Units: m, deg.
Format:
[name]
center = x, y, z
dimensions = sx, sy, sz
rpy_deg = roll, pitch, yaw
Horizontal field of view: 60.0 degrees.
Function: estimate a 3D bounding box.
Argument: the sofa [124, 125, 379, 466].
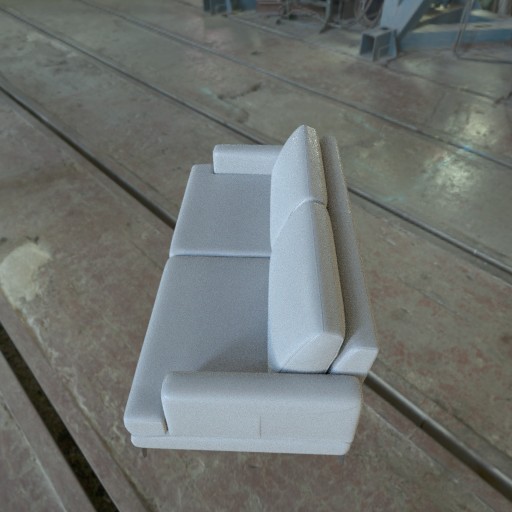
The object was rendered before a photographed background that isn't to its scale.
[sofa]
center = 0.000, 0.000, 2.400
dimensions = 0.974, 0.765, 1.940
rpy_deg = 1, 42, 2
